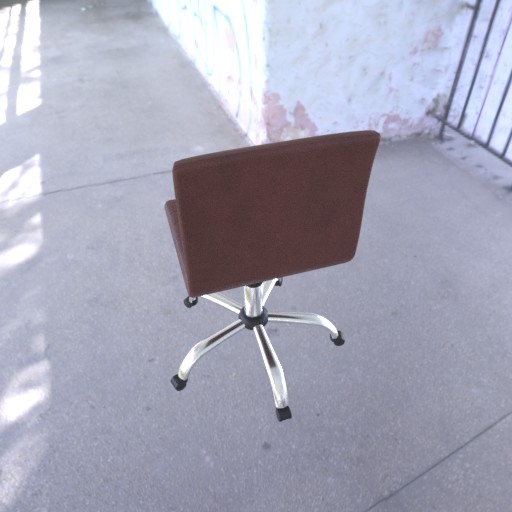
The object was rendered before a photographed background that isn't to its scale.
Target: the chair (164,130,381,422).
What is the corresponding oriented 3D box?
[{"bbox_3d":[0.000,0.000,1.140,0.556,0.780,0.530,-12,44,-13],"label":"chair"}]
